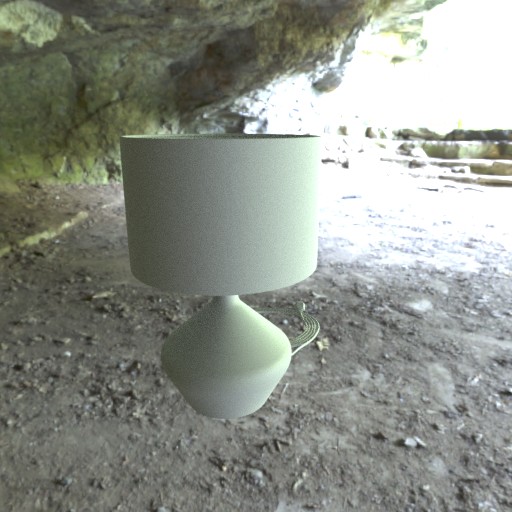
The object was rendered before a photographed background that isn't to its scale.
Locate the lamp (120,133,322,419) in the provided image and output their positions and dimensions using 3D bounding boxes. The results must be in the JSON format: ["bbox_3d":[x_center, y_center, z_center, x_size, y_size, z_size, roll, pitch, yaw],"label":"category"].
[{"bbox_3d":[0.000,0.000,0.861,0.546,0.457,0.401,-16,23,-42],"label":"lamp"}]
